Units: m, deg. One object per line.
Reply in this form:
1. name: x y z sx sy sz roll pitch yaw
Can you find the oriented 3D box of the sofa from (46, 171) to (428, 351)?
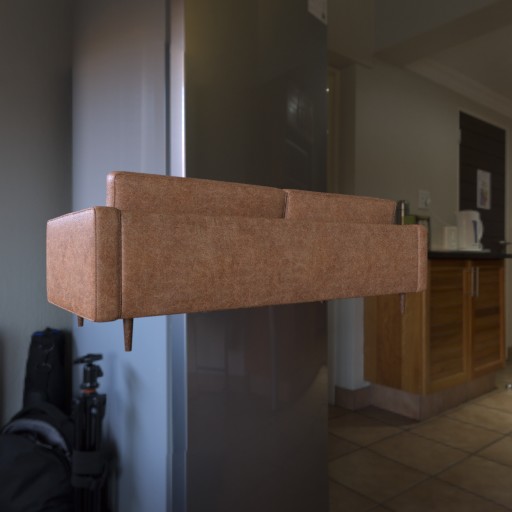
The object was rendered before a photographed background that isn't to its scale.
1. sofa: 0.000 0.000 2.685 2.200 0.770 0.919 -1 1 -36
